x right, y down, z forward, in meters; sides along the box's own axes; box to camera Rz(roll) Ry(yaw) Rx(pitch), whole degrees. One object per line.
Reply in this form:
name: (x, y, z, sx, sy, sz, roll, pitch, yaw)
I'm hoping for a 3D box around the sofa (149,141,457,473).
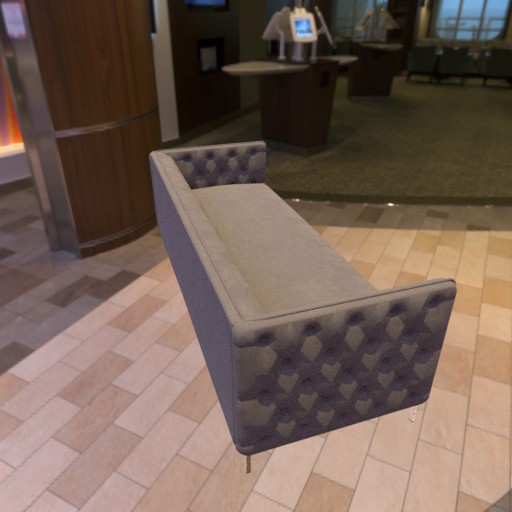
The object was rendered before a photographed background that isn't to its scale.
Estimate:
sofa: (0.000, 0.000, 2.598, 0.895, 0.771, 2.209, -10, 31, -16)
